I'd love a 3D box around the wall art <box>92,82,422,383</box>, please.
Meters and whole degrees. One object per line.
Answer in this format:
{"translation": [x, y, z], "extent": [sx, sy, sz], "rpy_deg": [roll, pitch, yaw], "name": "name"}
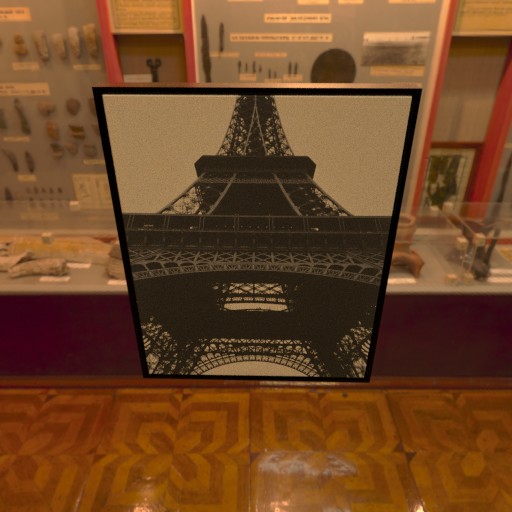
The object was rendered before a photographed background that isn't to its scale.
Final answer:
{"translation": [0.000, 0.000, 0.759], "extent": [0.451, 0.553, 0.039], "rpy_deg": [1, 30, 1], "name": "wall art"}
